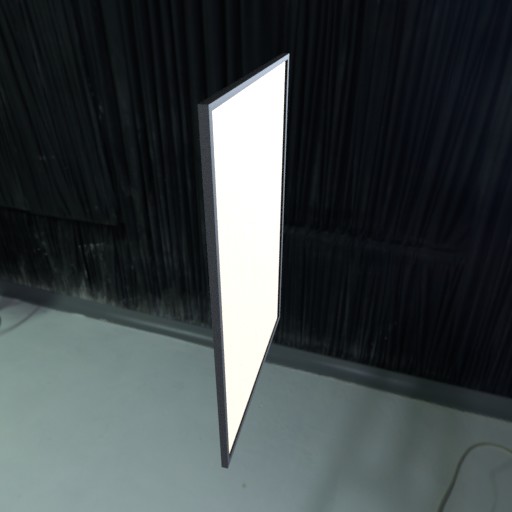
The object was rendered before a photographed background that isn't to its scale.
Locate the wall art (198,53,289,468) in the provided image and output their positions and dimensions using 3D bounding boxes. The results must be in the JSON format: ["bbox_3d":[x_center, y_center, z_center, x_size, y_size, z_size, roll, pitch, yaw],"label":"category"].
[{"bbox_3d":[0.000,0.000,0.846,0.013,0.657,0.457,8,32,13],"label":"wall art"}]
